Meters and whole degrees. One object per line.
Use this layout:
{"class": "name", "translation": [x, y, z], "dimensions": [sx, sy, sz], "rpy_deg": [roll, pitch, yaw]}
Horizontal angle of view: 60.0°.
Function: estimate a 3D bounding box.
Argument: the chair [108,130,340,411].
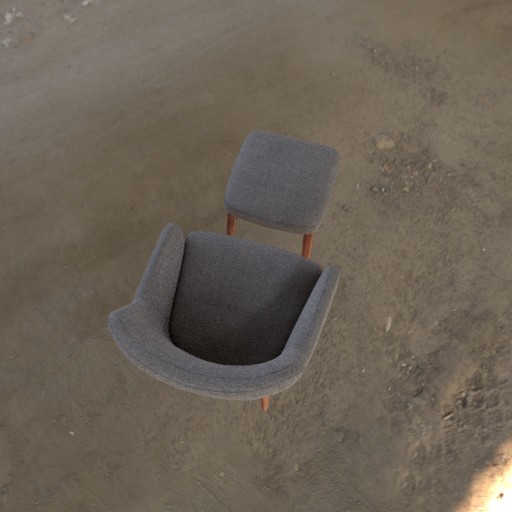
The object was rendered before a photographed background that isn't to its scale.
{"class": "chair", "translation": [0.000, 0.000, 1.572], "dimensions": [0.584, 0.799, 1.107], "rpy_deg": [15, 64, 8]}
